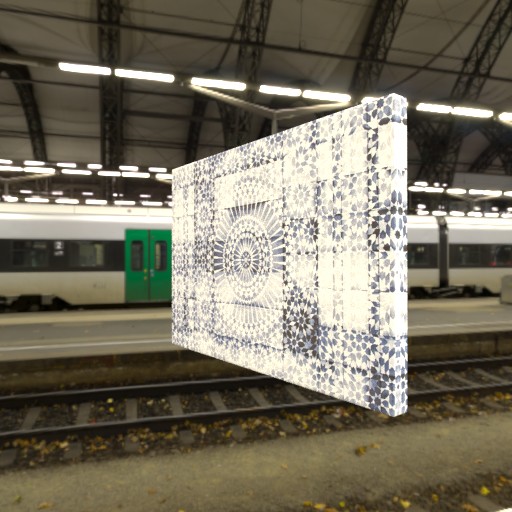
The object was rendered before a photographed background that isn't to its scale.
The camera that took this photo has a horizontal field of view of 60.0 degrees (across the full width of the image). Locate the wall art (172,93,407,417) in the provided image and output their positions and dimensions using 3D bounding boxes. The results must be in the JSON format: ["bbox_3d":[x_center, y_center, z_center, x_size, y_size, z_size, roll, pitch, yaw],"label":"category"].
[{"bbox_3d":[0.000,0.000,0.804,0.030,0.406,0.608,0,0,-37],"label":"wall art"}]
